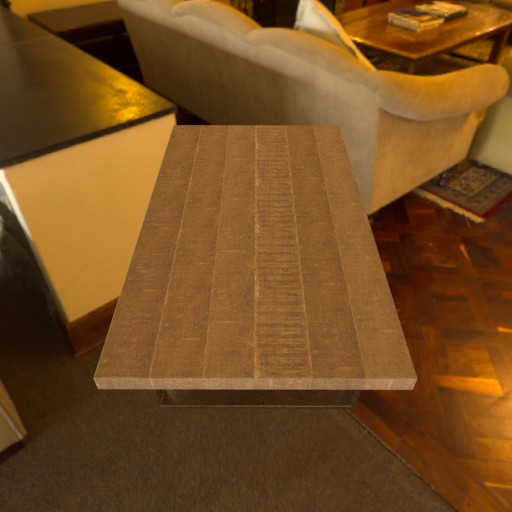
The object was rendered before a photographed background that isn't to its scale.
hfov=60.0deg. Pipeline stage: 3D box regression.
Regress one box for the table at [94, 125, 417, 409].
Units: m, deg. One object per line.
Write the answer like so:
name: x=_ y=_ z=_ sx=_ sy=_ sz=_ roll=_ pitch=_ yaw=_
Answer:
table: x=0.000 y=0.000 z=1.761 sx=0.800 sy=0.440 sz=1.400 roll=0 pitch=42 yaw=0
